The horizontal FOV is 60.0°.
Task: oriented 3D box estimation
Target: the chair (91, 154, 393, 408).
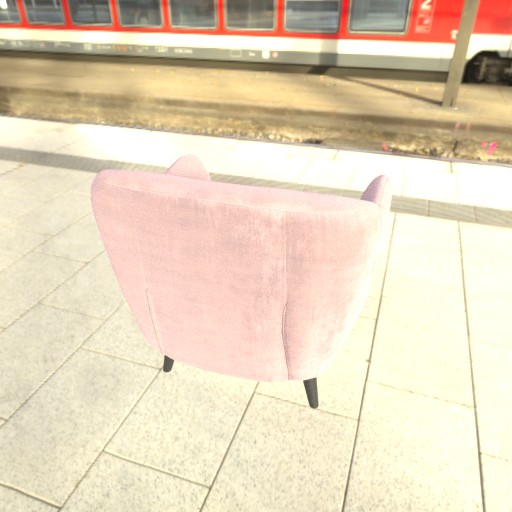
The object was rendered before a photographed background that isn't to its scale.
[{"bbox_3d":[0.000,0.000,1.539,0.840,0.820,0.820,9,33,14],"label":"chair"}]
